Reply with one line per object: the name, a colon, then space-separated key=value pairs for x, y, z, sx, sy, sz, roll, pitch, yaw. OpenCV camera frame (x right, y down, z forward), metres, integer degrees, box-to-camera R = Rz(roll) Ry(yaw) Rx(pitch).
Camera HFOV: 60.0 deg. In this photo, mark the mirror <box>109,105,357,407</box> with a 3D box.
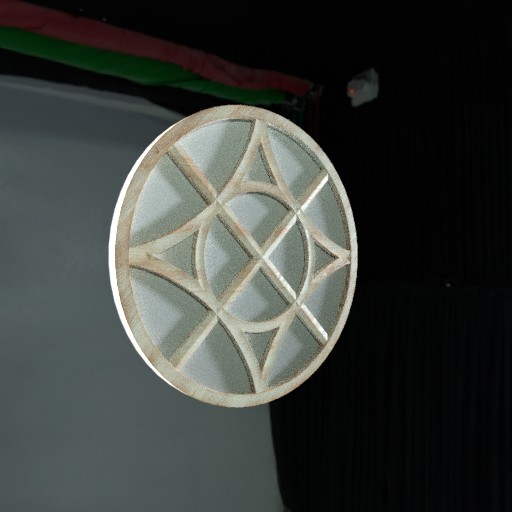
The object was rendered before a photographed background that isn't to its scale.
mirror: x=0.000 y=0.000 z=1.078 sx=0.710 sy=0.710 sz=0.038 roll=0 pitch=-1 yaw=-38
